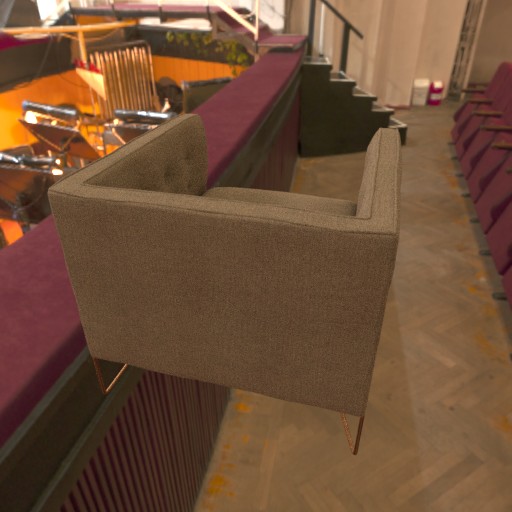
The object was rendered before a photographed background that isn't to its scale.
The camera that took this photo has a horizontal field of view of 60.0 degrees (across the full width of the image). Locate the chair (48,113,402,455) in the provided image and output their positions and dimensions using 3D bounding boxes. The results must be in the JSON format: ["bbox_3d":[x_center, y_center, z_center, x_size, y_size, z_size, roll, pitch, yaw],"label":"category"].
[{"bbox_3d":[0.000,0.000,1.619,0.920,0.799,0.912,8,33,13],"label":"chair"}]
